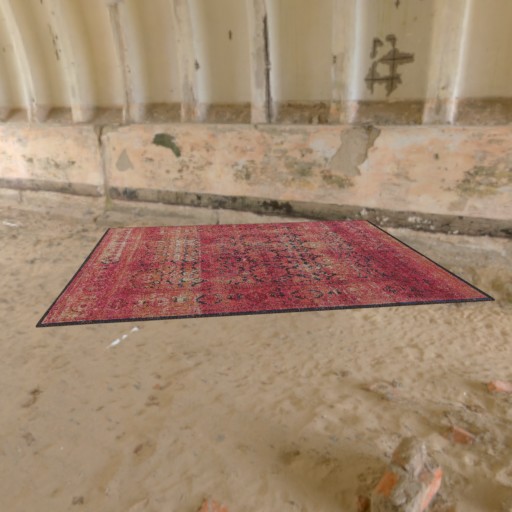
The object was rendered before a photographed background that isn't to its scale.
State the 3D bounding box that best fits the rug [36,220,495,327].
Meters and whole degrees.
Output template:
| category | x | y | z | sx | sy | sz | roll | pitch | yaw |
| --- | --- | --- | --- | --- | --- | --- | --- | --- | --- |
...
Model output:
| category | x | y | z | sx | sy | sz | roll | pitch | yaw |
| --- | --- | --- | --- | --- | --- | --- | --- | --- | --- |
| rug | 0.000 | 0.000 | 4.021 | 3.032 | 0.020 | 2.411 | -2 | 18 | -7 |
